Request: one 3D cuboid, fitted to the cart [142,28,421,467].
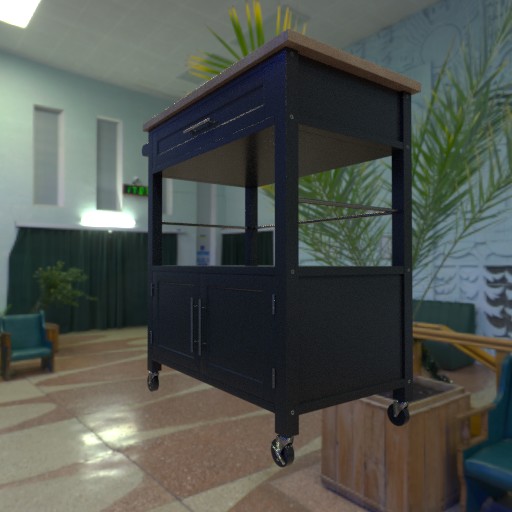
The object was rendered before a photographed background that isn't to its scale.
[{"bbox_3d":[0.000,0.000,1.357,0.459,0.901,0.840,1,-1,-36],"label":"cart"}]
